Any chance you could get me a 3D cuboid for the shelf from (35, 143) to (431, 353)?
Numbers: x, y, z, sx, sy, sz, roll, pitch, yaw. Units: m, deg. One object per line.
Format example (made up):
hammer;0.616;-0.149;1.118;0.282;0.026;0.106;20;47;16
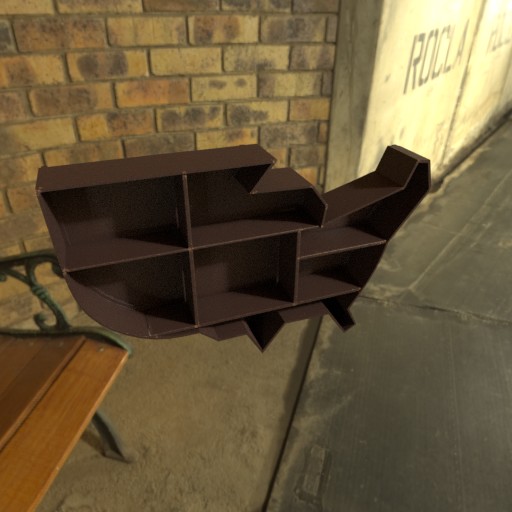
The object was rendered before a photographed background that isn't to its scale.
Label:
shelf;0.000;0.000;0.912;0.729;0.439;0.112;-11;32;-17
